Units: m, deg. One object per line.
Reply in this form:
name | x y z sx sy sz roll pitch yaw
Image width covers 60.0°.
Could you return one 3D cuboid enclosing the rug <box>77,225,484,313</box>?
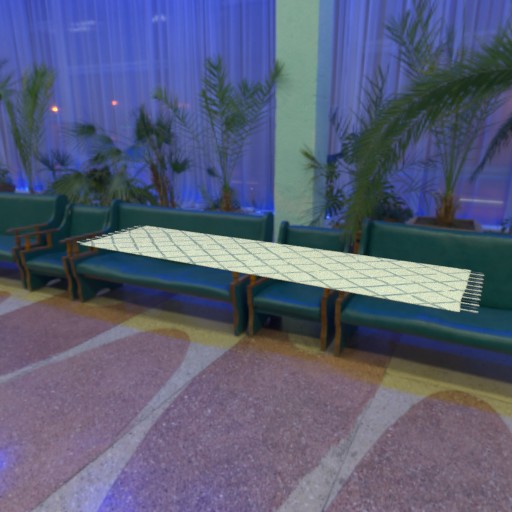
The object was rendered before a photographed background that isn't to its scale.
rug | 0.000 0.000 2.588 2.372 0.008 0.620 9 19 27
